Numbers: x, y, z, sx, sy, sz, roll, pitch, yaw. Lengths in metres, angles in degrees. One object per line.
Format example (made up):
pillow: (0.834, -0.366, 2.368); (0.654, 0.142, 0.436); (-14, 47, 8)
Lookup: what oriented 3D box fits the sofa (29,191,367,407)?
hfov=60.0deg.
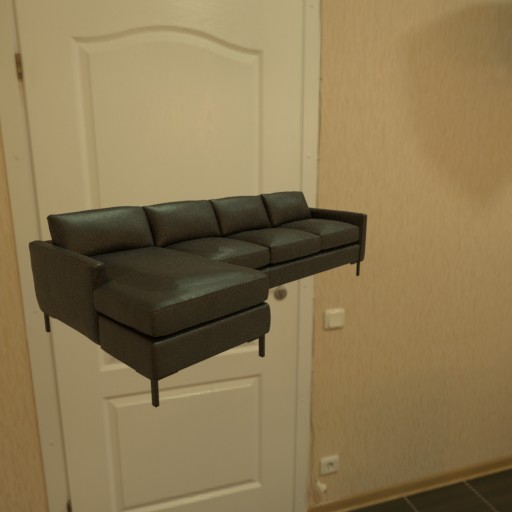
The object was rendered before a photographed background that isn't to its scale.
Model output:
sofa: (0.000, 0.000, 3.623); (1.471, 0.859, 2.993); (12, 18, 42)
